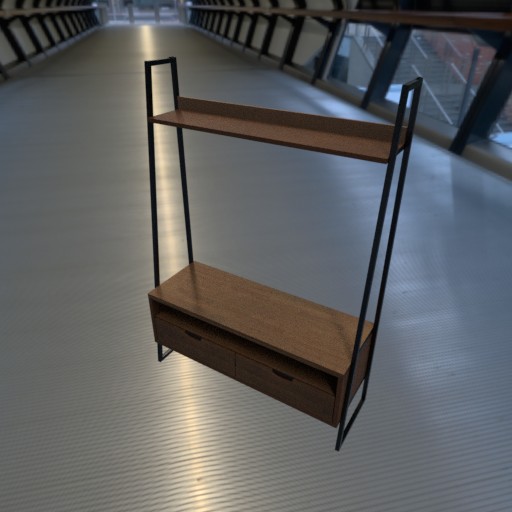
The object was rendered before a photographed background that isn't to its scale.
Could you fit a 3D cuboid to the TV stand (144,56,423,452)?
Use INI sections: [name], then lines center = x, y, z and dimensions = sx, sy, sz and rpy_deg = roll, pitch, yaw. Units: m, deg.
[TV stand]
center = 0.000, 0.000, 2.273
dimensions = 1.250, 1.772, 0.432
rpy_deg = 18, 35, 27
